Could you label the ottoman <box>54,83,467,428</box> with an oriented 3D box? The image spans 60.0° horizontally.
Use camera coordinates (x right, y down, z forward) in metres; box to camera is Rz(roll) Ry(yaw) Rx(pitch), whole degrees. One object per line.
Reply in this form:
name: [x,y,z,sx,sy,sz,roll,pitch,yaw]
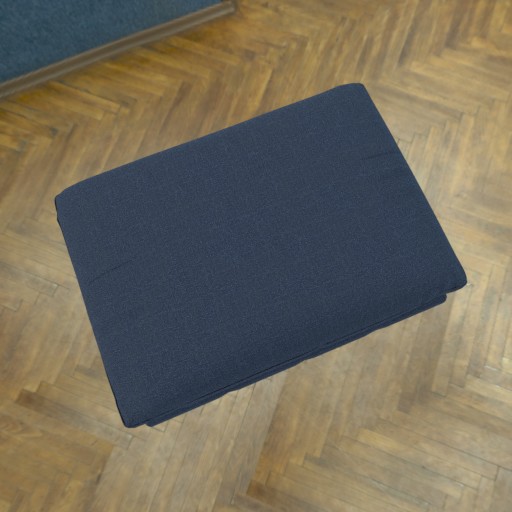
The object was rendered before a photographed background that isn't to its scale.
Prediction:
ottoman: [0.000,0.000,1.096,0.767,0.486,0.558,-22,77,-5]
